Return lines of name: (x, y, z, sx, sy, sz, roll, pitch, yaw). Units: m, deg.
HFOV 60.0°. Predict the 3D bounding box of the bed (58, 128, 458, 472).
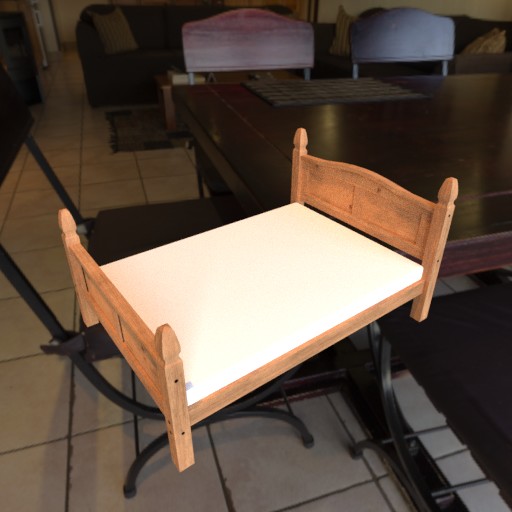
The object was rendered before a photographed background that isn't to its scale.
bed: (0.000, 0.000, 3.000, 2.069, 1.100, 1.490, -21, 37, -31)
